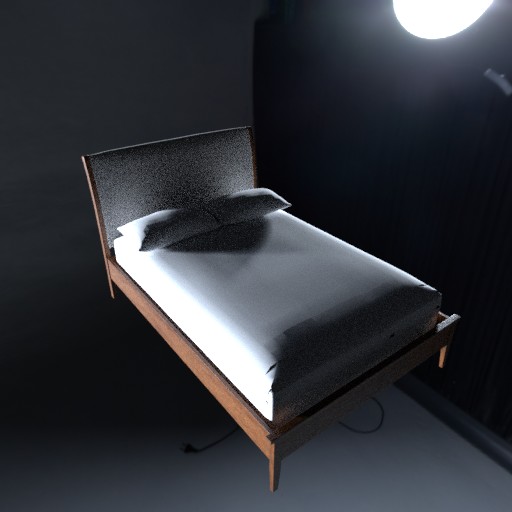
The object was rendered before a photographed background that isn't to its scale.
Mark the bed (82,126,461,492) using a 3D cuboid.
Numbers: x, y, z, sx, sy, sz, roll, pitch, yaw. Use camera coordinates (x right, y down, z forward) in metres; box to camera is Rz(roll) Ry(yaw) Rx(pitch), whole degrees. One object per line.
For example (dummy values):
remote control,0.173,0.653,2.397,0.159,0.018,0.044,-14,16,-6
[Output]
bed,0.000,0.000,3.250,1.612,1.250,2.380,-20,35,-32
